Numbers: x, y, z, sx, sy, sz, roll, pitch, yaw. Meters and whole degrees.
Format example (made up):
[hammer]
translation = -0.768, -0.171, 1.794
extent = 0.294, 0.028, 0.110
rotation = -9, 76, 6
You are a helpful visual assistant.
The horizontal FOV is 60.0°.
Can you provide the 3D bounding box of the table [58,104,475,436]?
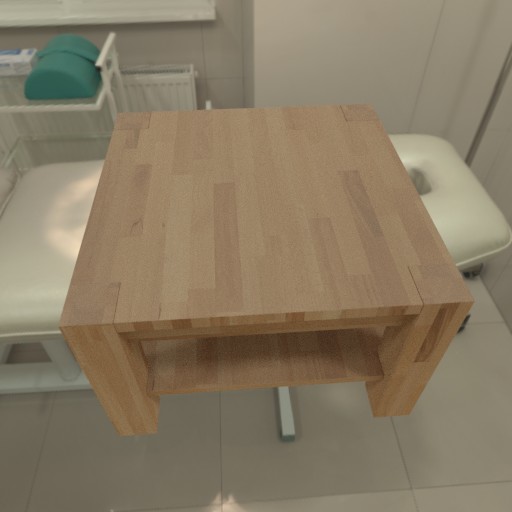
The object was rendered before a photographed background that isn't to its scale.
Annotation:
[table]
translation = 0.000, 0.000, 1.144
extent = 0.700, 0.451, 0.700
rotation = -3, 46, -3
